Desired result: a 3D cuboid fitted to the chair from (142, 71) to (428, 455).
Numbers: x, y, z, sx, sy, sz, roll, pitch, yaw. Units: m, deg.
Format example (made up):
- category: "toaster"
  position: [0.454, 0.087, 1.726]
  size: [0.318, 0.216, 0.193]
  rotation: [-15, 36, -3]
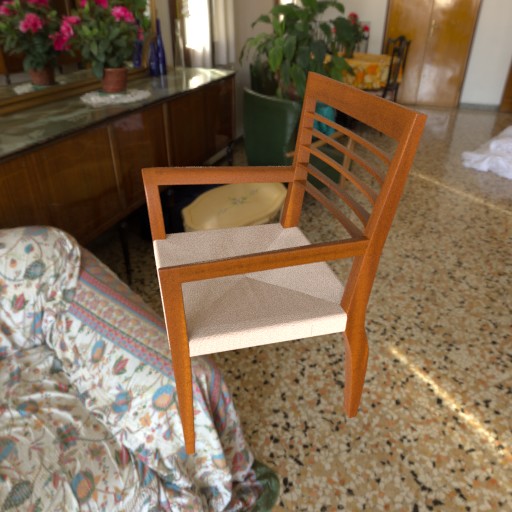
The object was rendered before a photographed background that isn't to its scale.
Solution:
- category: "chair"
  position: [0.000, 0.000, 1.219]
  size: [0.540, 0.855, 0.587]
  rotation: [-8, 31, -13]
